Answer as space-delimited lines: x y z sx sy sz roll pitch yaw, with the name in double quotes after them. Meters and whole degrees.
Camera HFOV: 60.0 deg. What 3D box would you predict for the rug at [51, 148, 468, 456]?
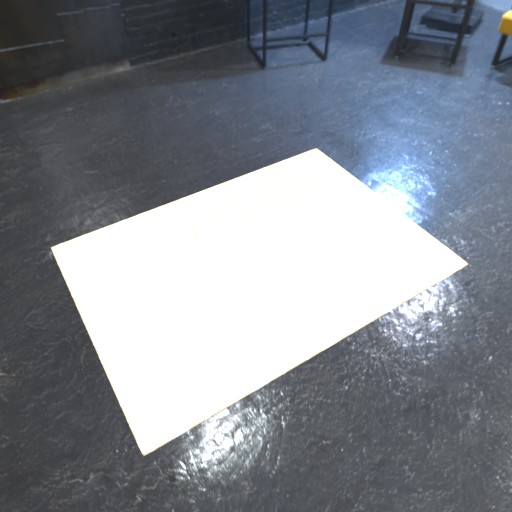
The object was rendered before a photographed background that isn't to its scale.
0.000 0.000 2.774 2.134 0.010 1.524 -25 51 -22 "rug"
